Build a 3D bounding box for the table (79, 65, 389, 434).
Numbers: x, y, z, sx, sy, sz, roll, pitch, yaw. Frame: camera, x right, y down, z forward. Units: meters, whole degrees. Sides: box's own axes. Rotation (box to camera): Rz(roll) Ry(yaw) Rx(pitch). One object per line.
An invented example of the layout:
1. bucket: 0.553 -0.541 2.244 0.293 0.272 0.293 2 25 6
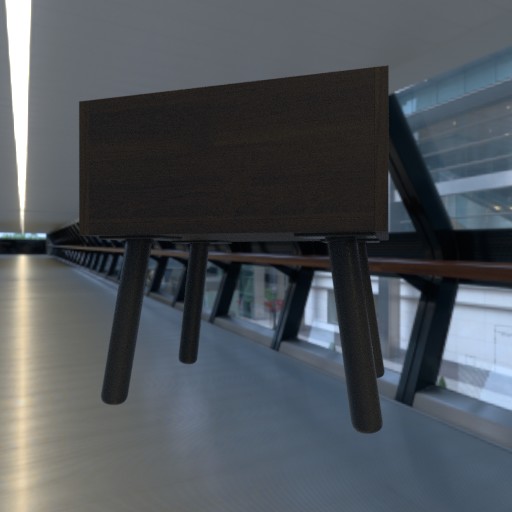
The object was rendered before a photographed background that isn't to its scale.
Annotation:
1. table: 0.000 0.000 0.786 0.450 0.470 0.370 0 0 17
